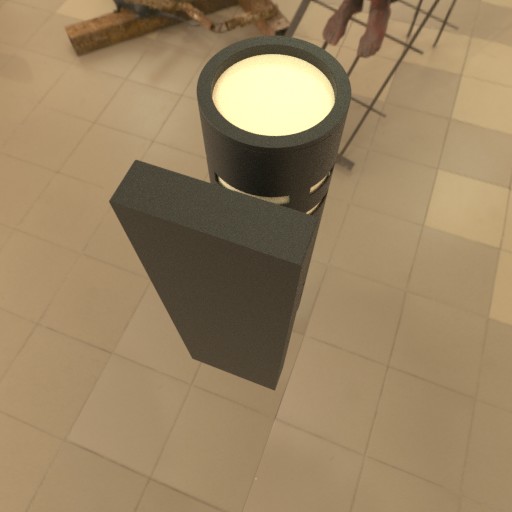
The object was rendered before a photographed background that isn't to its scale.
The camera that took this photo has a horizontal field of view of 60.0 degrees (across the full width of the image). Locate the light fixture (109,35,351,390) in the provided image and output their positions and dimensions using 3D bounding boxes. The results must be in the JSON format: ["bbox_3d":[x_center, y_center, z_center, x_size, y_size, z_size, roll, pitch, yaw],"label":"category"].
[{"bbox_3d":[0.000,0.000,0.394,0.105,0.330,0.149,19,65,9],"label":"light fixture"}]
